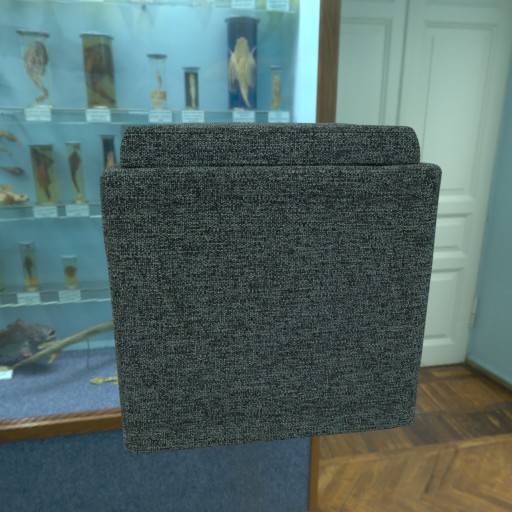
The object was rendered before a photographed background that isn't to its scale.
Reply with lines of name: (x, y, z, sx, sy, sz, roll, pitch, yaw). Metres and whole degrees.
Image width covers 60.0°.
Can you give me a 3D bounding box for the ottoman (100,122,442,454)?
ottoman: (0.000, 0.000, 0.805, 0.450, 0.463, 0.450, -2, 16, -8)
